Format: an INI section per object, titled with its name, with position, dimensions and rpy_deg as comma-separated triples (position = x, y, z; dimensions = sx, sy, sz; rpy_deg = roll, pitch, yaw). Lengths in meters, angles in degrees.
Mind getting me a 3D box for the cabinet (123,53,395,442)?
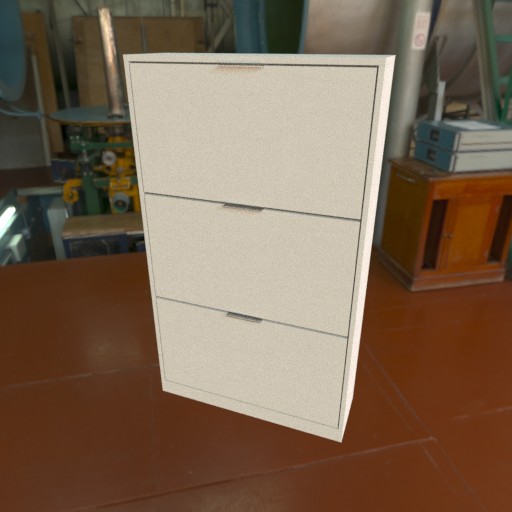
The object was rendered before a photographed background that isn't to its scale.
[cabinet]
position = 0.000, 0.000, 1.549
dimensions = 0.750, 1.280, 0.250
rpy_deg = 9, 27, 19
